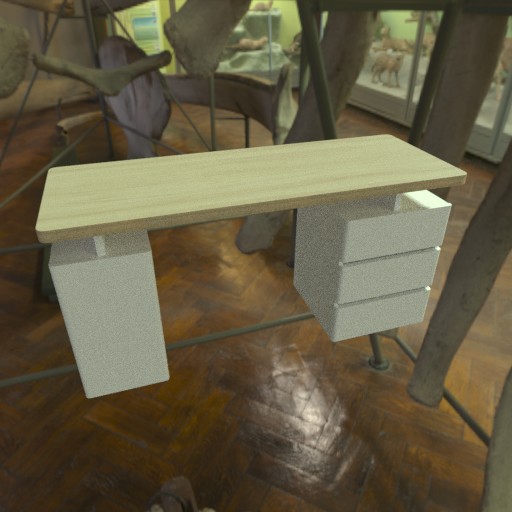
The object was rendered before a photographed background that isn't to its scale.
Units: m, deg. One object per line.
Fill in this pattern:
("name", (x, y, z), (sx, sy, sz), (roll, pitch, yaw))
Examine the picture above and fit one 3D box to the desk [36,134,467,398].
("desk", (0.000, 0.000, 1.875), (1.500, 0.755, 0.550), (-9, 33, -15))
